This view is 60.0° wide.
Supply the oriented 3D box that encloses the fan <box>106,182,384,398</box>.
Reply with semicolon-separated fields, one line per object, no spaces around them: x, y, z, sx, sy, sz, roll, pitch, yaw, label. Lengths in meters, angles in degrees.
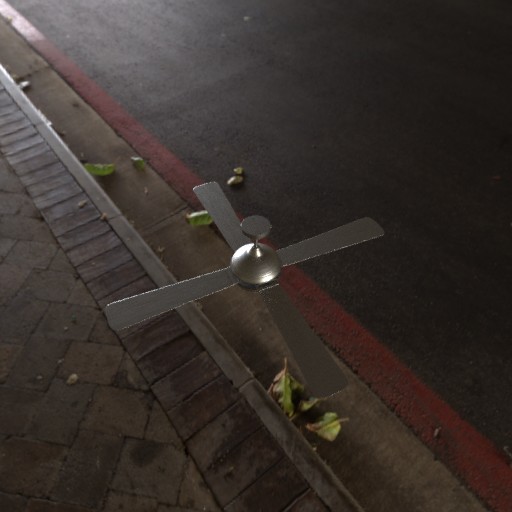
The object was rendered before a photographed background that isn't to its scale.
0.000;0.000;2.011;1.321;0.381;1.321;-3;47;-3;fan
